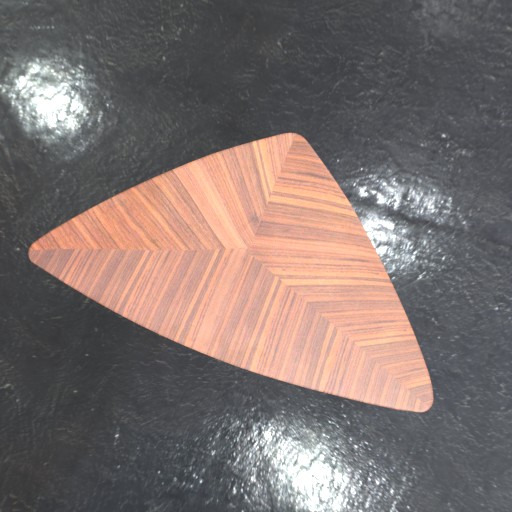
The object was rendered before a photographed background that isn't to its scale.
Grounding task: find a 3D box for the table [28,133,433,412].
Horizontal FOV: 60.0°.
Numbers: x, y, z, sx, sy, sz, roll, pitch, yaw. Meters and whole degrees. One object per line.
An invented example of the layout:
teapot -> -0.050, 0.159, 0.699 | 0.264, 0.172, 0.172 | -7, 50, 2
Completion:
table -> 0.000, 0.000, 1.256 | 1.008, 0.365, 0.601 | 20, 77, 5
